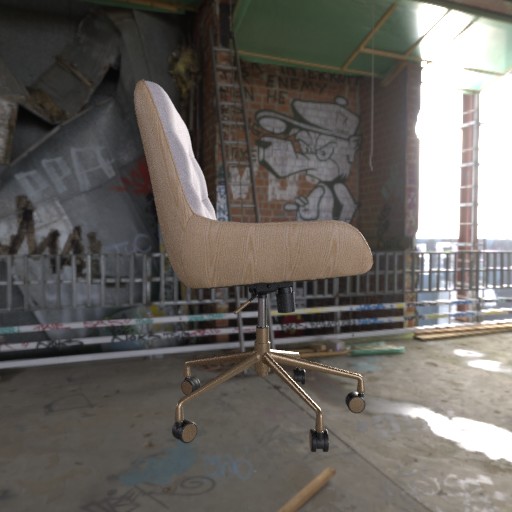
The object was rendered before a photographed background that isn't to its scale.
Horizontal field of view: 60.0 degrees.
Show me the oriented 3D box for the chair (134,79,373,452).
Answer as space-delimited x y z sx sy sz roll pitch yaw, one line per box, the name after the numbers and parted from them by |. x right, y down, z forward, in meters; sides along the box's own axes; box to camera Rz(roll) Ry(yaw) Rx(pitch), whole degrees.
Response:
0.000 0.000 1.340 0.668 0.952 0.564 0 2 0 | chair
